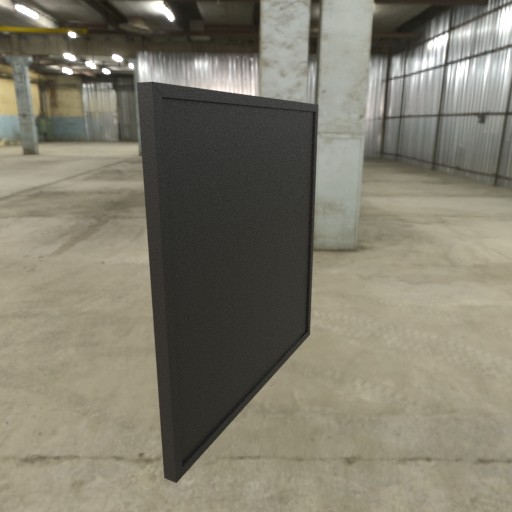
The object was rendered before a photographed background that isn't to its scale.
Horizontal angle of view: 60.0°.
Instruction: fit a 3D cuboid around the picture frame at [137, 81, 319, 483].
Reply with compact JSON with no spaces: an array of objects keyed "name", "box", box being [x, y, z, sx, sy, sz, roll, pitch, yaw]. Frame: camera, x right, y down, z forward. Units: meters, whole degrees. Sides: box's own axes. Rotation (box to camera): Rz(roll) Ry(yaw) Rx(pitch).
[{"name":"picture frame","box":[0.000,0.000,1.145,0.032,0.775,0.775,8,18,26]}]
